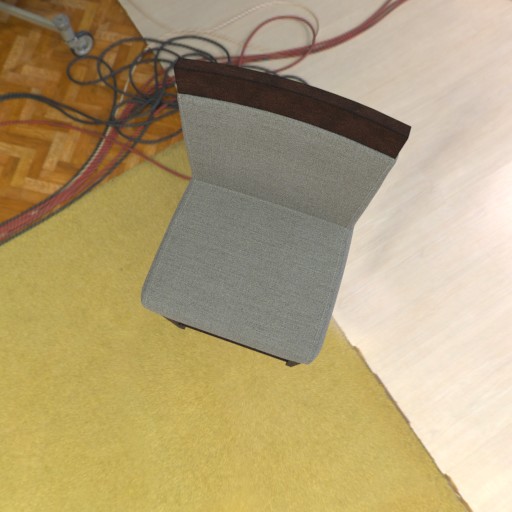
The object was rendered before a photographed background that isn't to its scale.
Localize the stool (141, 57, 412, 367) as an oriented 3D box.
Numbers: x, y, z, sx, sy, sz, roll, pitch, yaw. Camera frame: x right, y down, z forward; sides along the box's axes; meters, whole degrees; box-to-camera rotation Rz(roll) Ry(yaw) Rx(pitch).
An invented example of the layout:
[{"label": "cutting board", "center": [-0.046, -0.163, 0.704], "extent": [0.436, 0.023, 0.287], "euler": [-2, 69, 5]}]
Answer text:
[{"label": "stool", "center": [0.000, 0.000, 1.344], "extent": [0.512, 1.009, 0.531], "euler": [18, 76, 5]}]
